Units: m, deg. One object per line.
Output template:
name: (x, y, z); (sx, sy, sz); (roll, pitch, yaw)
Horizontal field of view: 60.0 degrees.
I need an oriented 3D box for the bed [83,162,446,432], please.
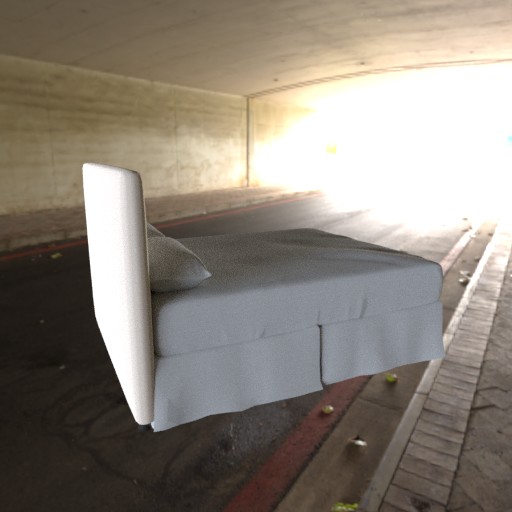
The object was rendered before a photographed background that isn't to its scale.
bed: (0.000, 0.000, 3.226); (2.142, 1.330, 1.748); (-6, 15, -25)
